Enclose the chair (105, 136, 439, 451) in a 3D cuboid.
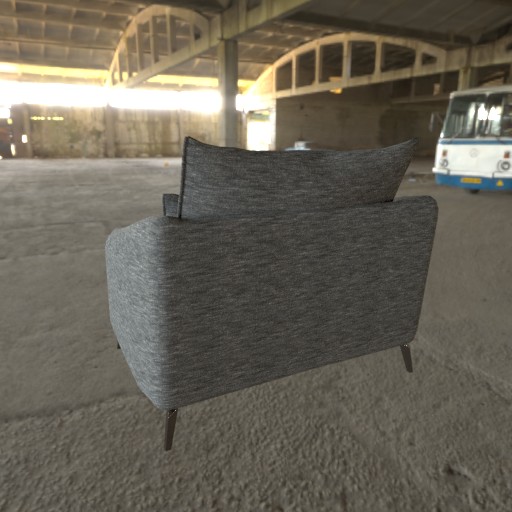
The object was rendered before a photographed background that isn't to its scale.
[{"bbox_3d":[0.000,0.000,1.621,1.004,0.842,0.805,-8,17,-26],"label":"chair"}]
